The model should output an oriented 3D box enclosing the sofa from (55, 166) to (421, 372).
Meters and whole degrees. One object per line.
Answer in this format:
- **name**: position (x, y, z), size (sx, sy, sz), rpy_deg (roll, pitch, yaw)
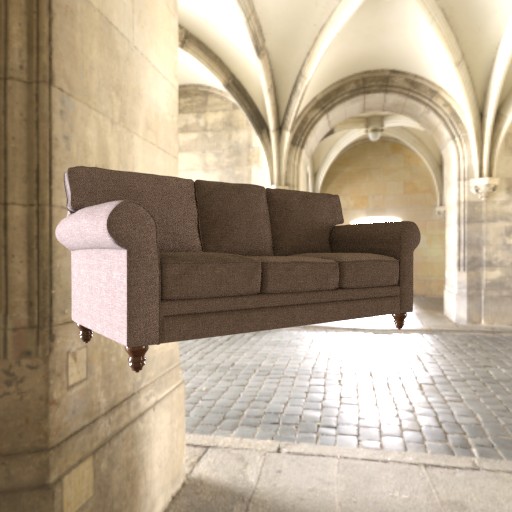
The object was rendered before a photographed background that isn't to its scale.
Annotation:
- **sofa**: position (0.000, 0.000, 2.666), size (2.084, 0.961, 0.916), rpy_deg (0, 0, -36)
